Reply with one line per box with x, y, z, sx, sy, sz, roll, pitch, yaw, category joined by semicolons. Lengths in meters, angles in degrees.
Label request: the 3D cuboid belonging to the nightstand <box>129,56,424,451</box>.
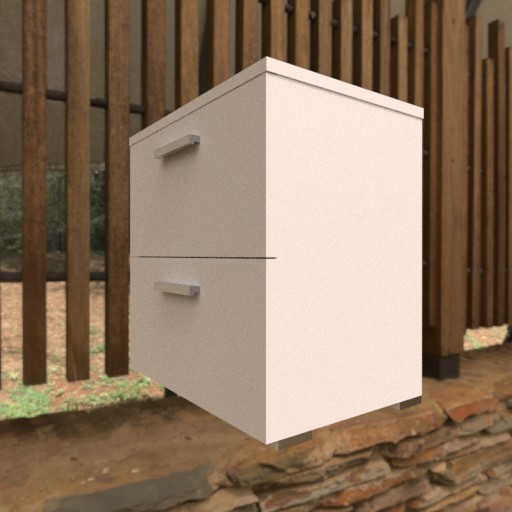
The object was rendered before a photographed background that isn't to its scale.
0.000;0.000;0.774;0.325;0.460;0.441;0;0;-36;nightstand
